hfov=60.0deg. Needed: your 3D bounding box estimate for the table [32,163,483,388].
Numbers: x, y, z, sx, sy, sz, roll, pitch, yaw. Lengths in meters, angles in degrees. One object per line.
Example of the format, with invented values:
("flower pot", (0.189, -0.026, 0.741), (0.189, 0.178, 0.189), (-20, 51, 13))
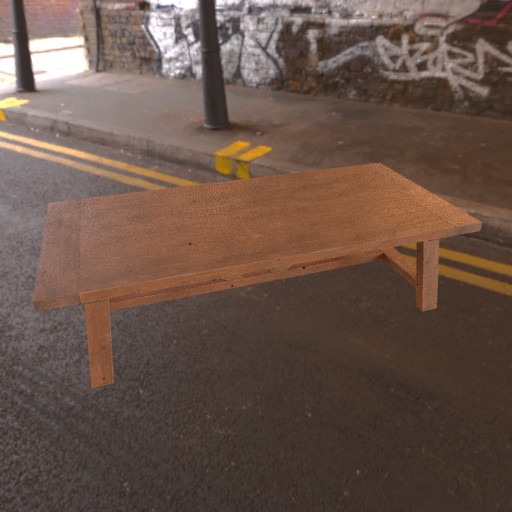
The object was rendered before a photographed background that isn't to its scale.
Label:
("table", (0.000, 0.000, 2.131), (1.800, 0.465, 0.820), (-10, 32, -16))
